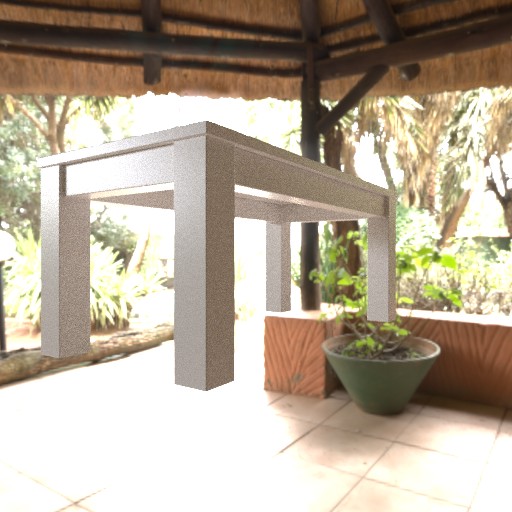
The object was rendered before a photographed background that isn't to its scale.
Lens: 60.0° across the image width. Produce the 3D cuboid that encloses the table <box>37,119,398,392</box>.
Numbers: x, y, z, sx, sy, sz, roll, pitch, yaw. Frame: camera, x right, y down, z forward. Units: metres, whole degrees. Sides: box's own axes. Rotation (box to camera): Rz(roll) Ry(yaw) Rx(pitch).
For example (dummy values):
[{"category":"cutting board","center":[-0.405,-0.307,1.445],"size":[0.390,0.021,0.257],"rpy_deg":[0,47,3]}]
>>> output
[{"category":"table","center":[0.000,0.000,2.271],"size":[0.900,0.790,1.800],"rpy_deg":[0,0,35]}]
